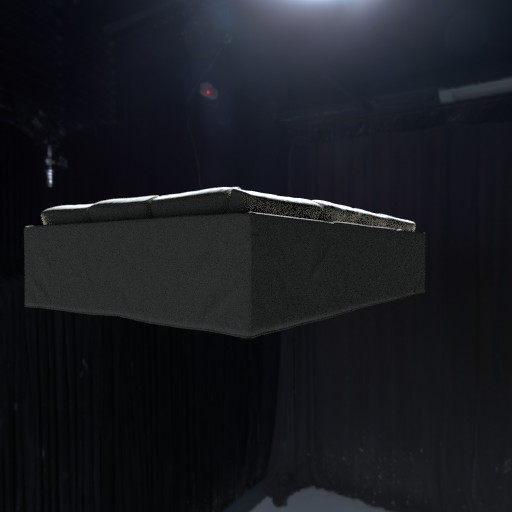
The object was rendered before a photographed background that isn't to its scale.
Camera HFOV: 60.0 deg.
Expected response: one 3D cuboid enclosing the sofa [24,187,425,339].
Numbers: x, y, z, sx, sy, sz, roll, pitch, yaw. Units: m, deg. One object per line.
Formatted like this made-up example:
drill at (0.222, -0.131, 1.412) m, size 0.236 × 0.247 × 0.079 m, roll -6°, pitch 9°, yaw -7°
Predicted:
sofa at (0.000, 0.000, 4.480) m, size 2.448 × 0.882 × 3.464 m, roll 0°, pitch 1°, yaw 35°
